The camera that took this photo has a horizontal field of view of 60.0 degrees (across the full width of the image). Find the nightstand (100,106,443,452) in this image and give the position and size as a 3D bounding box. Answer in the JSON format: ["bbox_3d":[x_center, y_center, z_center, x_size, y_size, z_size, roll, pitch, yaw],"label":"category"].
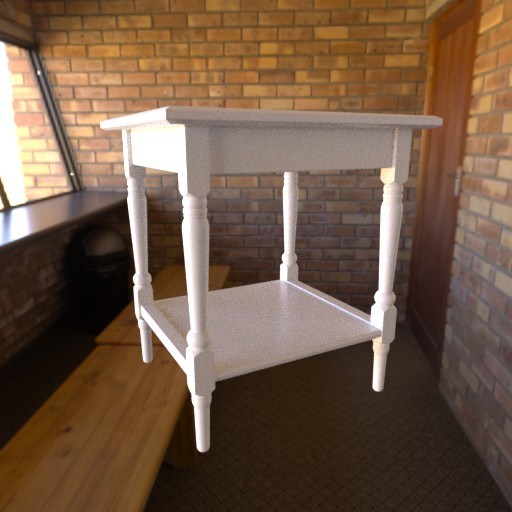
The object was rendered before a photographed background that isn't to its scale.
[{"bbox_3d":[0.000,0.000,0.932,0.505,0.555,0.459,-8,16,-27],"label":"nightstand"}]
